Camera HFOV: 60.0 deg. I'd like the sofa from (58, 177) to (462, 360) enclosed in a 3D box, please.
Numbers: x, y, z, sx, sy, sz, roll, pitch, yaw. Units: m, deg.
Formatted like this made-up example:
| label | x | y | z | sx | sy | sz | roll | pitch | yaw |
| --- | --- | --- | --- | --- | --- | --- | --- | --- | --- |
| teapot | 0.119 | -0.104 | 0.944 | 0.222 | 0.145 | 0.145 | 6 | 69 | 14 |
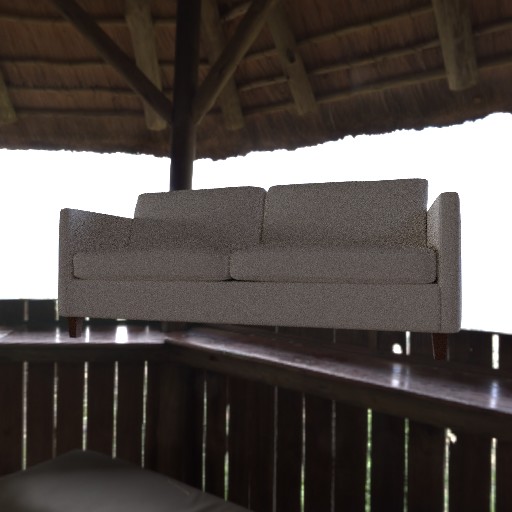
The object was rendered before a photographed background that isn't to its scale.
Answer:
| label | x | y | z | sx | sy | sz | roll | pitch | yaw |
| --- | --- | --- | --- | --- | --- | --- | --- | --- | --- |
| sofa | 0.000 | 0.000 | 2.633 | 2.139 | 0.933 | 0.924 | 0 | -1 | 17 |
